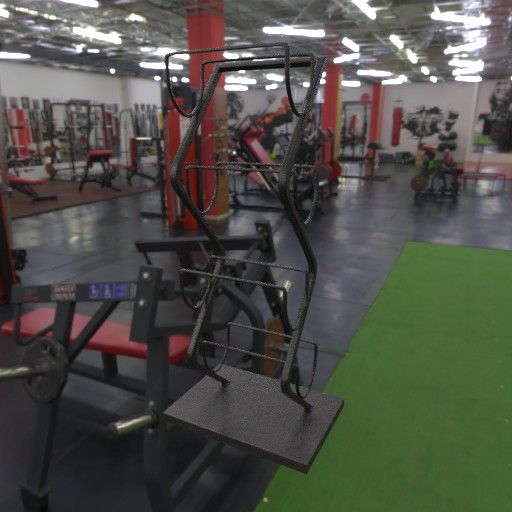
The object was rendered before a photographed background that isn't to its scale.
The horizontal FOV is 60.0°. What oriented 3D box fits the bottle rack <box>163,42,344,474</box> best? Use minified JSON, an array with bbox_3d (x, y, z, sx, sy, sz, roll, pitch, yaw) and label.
[{"bbox_3d":[0.000,0.000,0.675,0.254,0.559,0.178,8,18,26],"label":"bottle rack"}]
